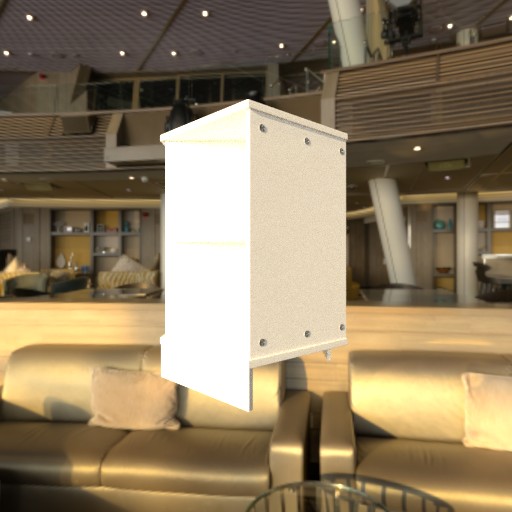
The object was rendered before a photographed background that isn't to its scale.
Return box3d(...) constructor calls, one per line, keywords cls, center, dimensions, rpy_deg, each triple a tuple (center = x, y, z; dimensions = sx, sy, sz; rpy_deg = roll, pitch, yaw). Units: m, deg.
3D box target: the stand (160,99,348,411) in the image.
box3d(cls="stand", center=(0.000, 0.000, 1.403), dimensions=(0.477, 0.614, 1.072), rpy_deg=(0, 0, 2))
